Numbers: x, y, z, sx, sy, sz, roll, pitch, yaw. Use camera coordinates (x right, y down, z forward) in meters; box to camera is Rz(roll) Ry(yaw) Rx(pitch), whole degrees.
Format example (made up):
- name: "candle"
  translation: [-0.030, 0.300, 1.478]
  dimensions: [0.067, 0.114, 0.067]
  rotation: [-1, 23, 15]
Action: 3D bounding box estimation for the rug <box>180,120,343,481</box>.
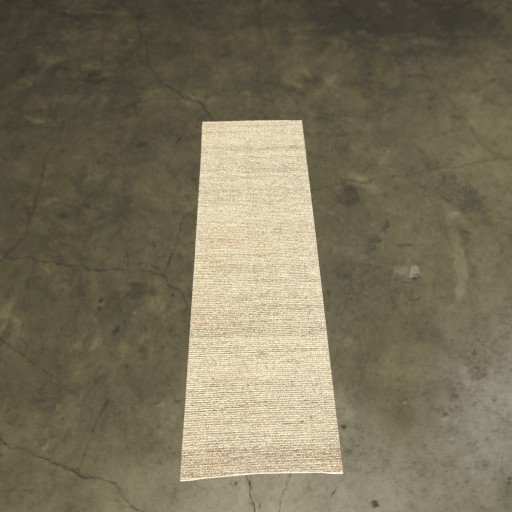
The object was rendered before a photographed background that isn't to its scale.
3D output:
- name: "rug"
  translation: [0.000, 0.000, 2.642]
  dimensions: [0.741, 0.014, 2.390]
  rotation: [-1, 57, -1]
